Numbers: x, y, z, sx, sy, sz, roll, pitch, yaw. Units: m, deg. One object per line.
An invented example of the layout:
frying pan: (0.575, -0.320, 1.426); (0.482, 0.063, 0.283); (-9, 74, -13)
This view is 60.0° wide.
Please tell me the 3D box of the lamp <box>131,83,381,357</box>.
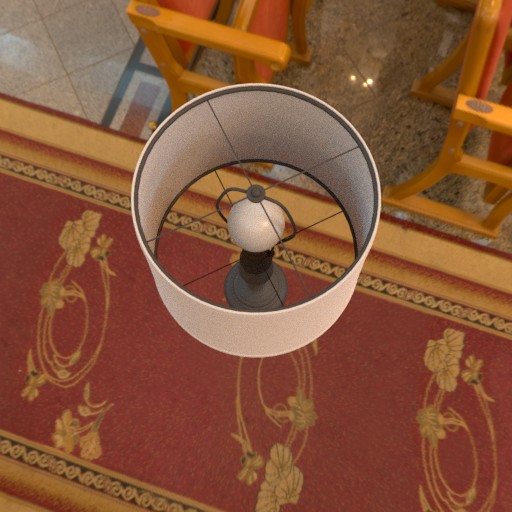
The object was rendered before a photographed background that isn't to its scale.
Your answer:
lamp: (0.000, 0.000, 0.689); (0.310, 0.501, 0.310); (0, 75, 0)
